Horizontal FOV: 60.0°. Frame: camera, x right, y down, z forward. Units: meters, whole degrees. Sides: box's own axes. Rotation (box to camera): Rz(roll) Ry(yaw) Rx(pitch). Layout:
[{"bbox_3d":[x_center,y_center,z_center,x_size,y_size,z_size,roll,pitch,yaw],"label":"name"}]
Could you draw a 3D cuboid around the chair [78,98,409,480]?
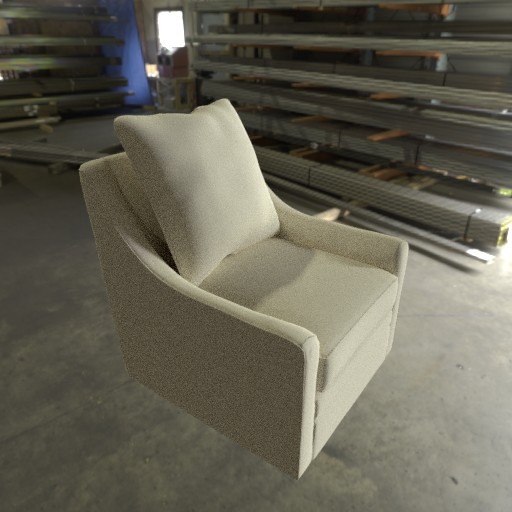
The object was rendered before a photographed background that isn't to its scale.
[{"bbox_3d":[0.000,0.000,1.576,0.876,0.965,0.756,18,32,32],"label":"chair"}]
